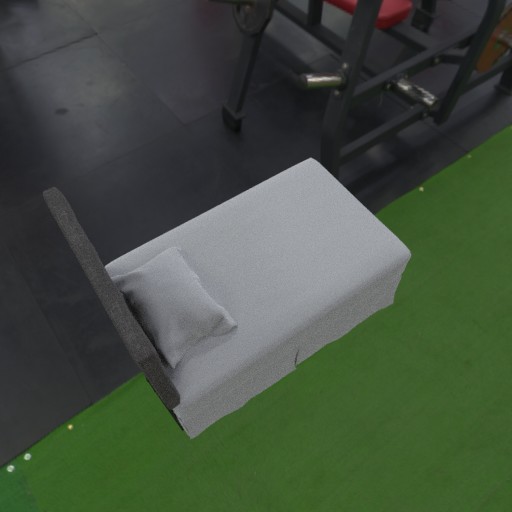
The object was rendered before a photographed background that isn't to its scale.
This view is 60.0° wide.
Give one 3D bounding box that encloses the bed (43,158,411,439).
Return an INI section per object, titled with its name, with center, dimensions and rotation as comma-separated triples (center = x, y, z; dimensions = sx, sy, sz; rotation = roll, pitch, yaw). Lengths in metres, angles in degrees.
[bed]
center = 0.000, 0.000, 3.036
dimensions = 1.997, 1.571, 1.261
rotation = -30, 63, -18
